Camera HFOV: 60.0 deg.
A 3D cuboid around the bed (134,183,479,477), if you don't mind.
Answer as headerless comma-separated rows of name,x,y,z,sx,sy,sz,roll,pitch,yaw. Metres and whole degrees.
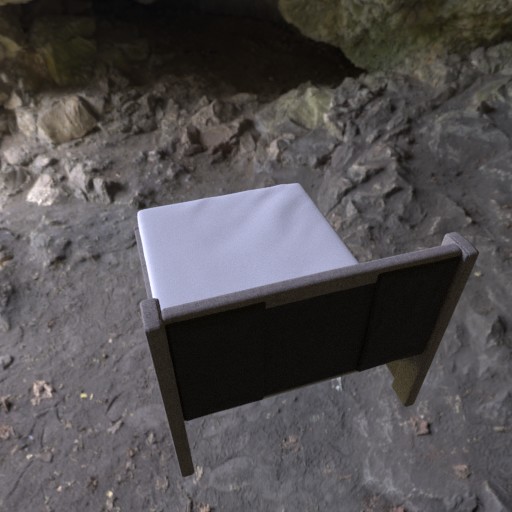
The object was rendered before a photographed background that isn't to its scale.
bed,0.000,0.000,3.359,1.714,1.476,2.245,-12,42,-13
